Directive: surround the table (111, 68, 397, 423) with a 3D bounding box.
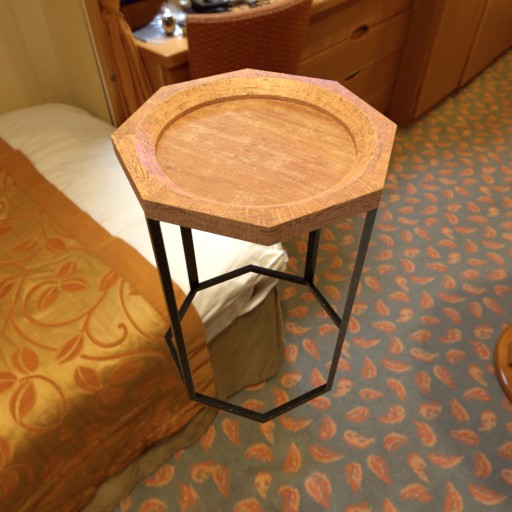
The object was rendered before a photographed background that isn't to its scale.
[{"bbox_3d":[0.000,0.000,0.873,0.437,0.553,0.437,-3,46,-3],"label":"table"}]
